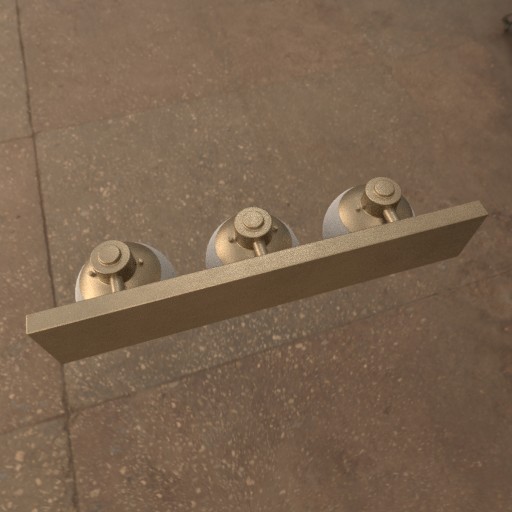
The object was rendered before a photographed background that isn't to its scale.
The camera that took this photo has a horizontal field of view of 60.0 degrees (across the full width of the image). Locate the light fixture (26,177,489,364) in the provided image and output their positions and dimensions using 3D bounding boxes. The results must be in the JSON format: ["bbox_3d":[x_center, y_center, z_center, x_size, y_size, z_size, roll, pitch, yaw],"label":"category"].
[{"bbox_3d":[0.000,0.000,0.826,0.721,0.263,0.218,-14,59,-9],"label":"light fixture"}]
